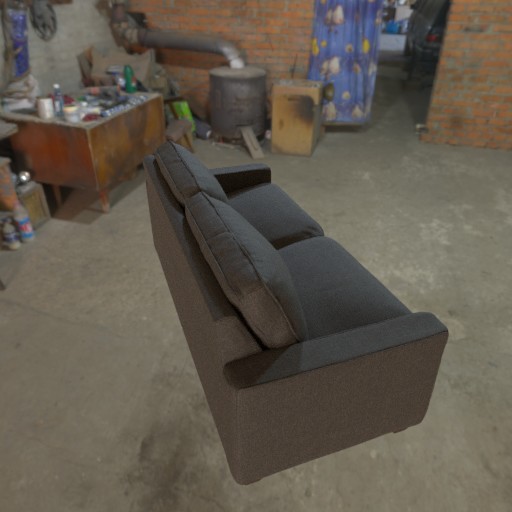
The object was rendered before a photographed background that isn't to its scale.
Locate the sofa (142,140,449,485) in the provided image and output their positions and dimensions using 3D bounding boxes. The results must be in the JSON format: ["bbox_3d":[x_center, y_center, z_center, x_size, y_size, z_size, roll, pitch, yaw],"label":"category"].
[{"bbox_3d":[0.000,0.000,2.498,0.940,0.919,2.080,-11,33,-17],"label":"sofa"}]
